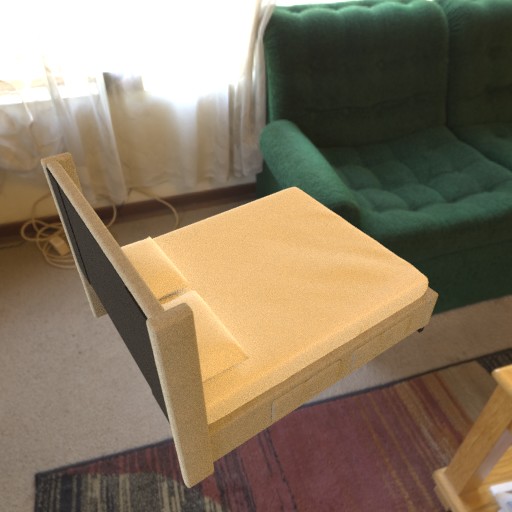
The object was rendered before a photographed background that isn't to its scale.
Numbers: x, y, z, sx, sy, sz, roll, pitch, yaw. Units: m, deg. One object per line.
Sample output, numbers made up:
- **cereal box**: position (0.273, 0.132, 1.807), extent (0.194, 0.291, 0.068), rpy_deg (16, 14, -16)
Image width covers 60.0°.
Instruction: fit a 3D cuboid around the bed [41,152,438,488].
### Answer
- **bed**: position (0.000, 0.000, 3.290), extent (2.222, 1.491, 1.774), rpy_deg (-24, 45, -26)
